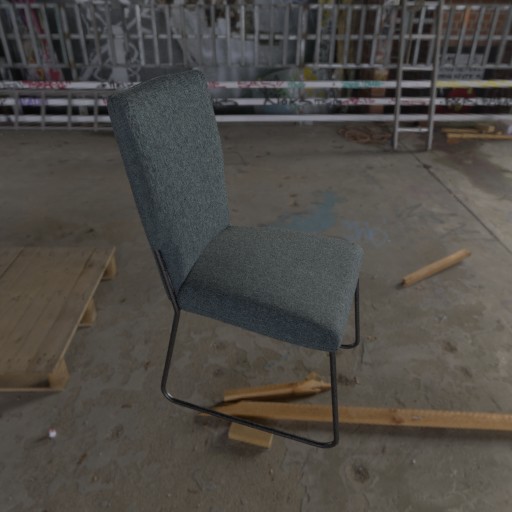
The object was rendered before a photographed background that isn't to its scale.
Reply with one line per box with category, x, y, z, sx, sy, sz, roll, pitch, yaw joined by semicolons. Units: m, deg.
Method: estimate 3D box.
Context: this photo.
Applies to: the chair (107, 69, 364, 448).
chair;0.000;0.000;1.277;0.635;0.931;0.480;10;33;16
